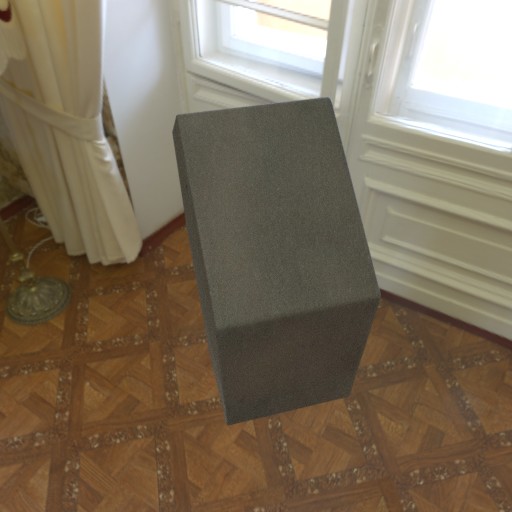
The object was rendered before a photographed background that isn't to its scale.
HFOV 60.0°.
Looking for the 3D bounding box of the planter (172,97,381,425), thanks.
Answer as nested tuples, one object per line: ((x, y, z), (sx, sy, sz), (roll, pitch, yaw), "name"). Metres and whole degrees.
((0.000, 0.000, 0.287), (0.077, 0.206, 0.169), (-10, 47, -10), "planter")
